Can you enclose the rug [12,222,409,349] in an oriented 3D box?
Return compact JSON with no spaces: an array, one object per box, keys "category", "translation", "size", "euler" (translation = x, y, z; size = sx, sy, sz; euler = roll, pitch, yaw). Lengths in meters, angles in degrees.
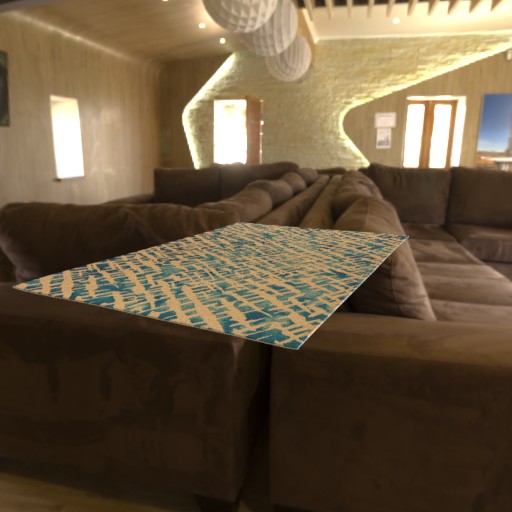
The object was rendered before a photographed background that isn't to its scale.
[{"category":"rug","translation":[0.000,0.000,2.260],"size":[1.209,0.011,1.830],"euler":[7,15,27]}]
